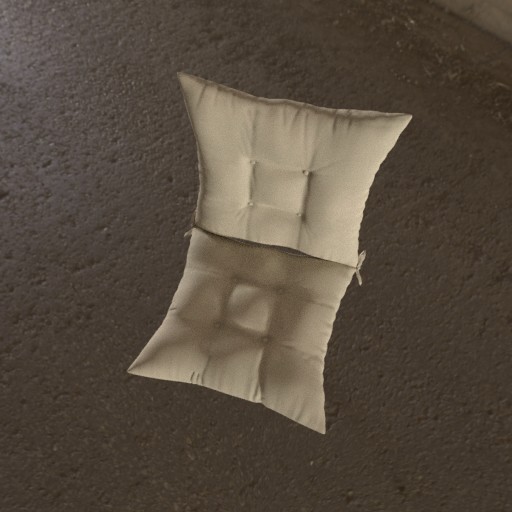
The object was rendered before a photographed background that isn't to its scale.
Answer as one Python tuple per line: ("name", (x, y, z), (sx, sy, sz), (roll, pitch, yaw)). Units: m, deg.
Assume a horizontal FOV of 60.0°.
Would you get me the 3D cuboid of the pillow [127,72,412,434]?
("pillow", (0.000, 0.000, 1.024), (0.541, 0.536, 0.585), (14, 60, 9))
